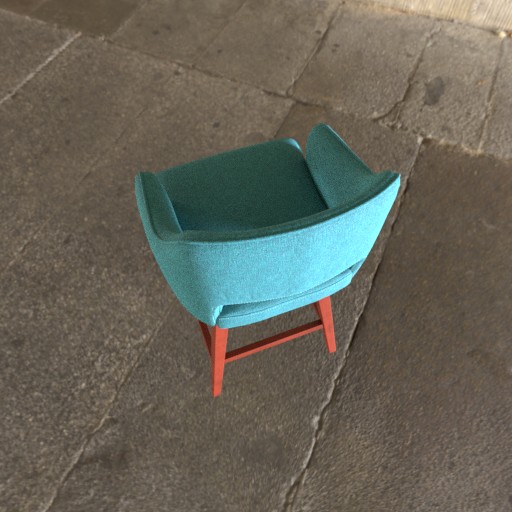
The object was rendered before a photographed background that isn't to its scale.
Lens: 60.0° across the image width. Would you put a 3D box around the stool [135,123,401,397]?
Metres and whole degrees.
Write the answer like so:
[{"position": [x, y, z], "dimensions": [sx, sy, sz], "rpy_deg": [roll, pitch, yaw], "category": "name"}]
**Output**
[{"position": [0.000, 0.000, 1.284], "dimensions": [0.548, 0.961, 0.556], "rpy_deg": [-18, 59, -11], "category": "stool"}]
